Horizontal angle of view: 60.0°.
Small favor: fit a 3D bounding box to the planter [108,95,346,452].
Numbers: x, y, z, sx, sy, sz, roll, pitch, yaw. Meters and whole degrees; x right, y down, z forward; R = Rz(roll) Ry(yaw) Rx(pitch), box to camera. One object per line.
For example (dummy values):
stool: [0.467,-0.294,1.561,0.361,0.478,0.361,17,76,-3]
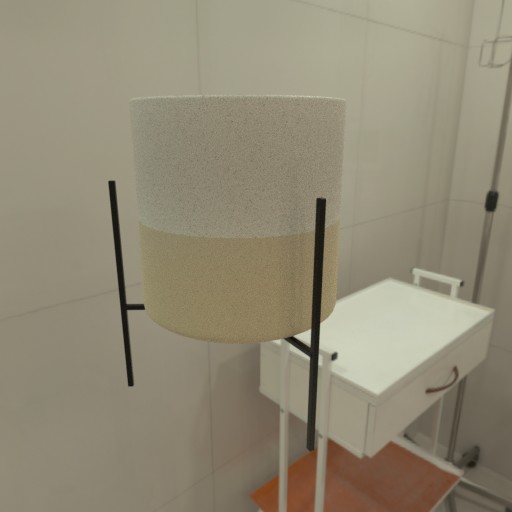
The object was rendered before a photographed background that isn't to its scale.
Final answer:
planter: [0.000,0.000,0.544,0.263,0.362,0.267,-16,23,-41]
